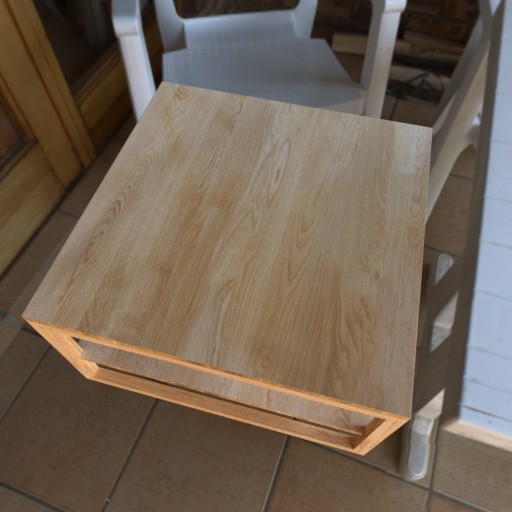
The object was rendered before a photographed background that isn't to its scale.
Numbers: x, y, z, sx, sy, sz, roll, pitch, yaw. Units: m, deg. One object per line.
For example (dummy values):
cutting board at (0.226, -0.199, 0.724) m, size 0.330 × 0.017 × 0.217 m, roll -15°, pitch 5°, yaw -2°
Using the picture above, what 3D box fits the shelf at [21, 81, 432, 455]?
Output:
shelf at (0.000, 0.000, 1.409) m, size 0.899 × 0.480 × 0.899 m, roll 13°, pitch 58°, yaw 8°
